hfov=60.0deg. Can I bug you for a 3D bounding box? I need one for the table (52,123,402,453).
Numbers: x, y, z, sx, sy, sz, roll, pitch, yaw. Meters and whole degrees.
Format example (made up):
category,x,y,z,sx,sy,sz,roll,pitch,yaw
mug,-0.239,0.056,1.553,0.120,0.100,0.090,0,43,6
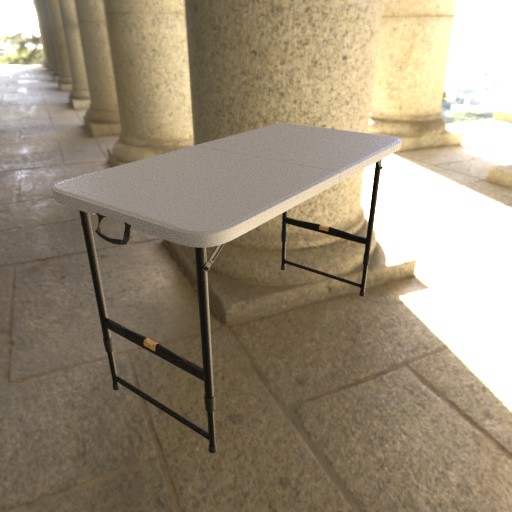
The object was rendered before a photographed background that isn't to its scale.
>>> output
category,x,y,z,sx,sy,sz,roll,pitch,yaw
table,0.000,0.000,1.657,0.611,0.737,1.245,18,32,32
